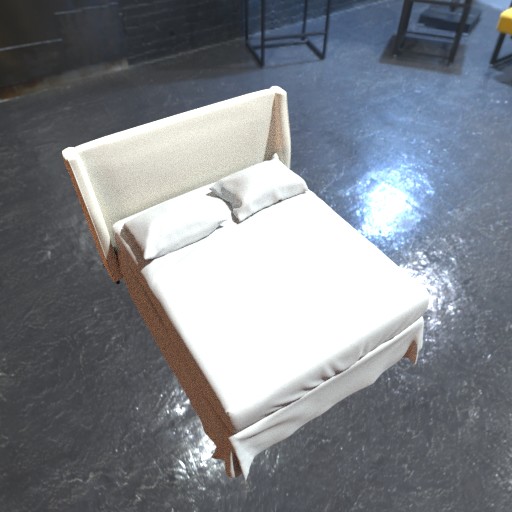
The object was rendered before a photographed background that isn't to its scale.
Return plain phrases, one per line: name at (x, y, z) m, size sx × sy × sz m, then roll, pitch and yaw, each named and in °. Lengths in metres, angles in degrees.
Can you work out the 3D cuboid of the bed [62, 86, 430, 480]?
bed at (0.000, 0.000, 3.358) m, size 1.925 × 1.332 × 2.276 m, roll -25°, pitch 51°, yaw -22°
